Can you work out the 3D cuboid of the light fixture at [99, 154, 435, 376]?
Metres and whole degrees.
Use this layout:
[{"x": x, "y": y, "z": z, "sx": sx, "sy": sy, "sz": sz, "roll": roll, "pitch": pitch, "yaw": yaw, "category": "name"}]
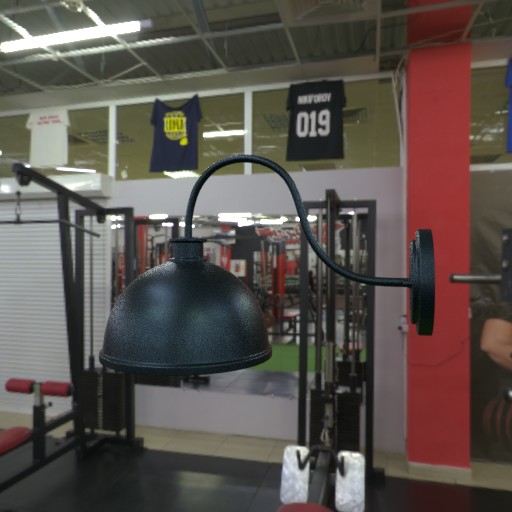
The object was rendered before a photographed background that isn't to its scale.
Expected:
[{"x": 0.000, "y": 0.000, "z": 0.636, "sx": 0.467, "sy": 0.295, "sz": 0.253, "roll": 0, "pitch": -1, "yaw": 17, "category": "light fixture"}]
